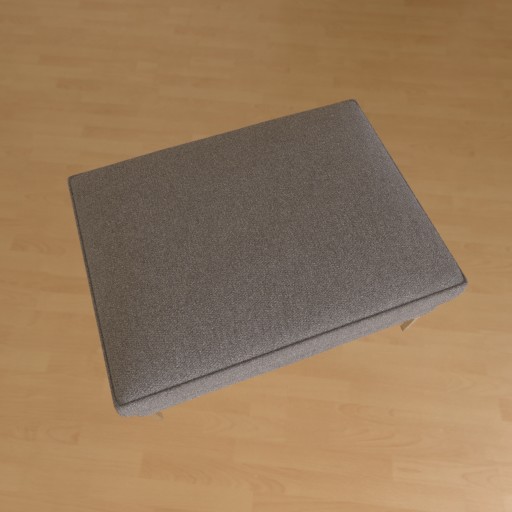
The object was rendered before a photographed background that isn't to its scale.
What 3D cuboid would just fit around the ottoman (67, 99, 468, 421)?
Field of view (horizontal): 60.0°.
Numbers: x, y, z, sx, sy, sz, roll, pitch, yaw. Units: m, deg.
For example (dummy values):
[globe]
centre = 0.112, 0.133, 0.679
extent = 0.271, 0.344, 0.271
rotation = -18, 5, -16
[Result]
[ottoman]
centre = 0.000, 0.000, 1.147
extent = 0.785, 0.464, 0.583
rotation = -18, 65, -9
